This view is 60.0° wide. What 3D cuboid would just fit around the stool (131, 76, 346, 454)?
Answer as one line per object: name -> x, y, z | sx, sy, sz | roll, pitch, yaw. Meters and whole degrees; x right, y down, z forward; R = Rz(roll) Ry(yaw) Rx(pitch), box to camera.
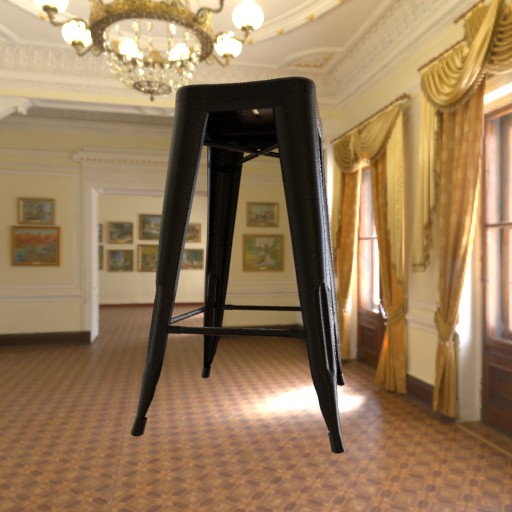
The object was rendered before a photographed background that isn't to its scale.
stool -> 0.000, 0.000, 0.903 | 0.423, 0.609, 0.455 | 0, 0, 0
